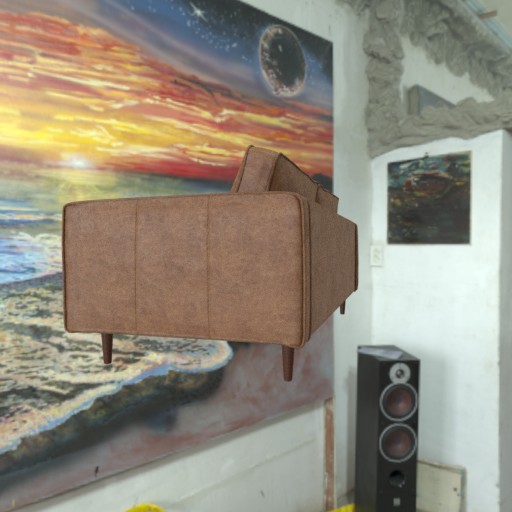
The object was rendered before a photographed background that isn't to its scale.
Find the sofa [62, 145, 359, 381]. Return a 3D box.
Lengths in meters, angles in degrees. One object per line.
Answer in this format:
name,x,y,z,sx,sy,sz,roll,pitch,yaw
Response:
sofa,0.000,0.000,2.387,0.924,0.825,1.920,0,1,18
